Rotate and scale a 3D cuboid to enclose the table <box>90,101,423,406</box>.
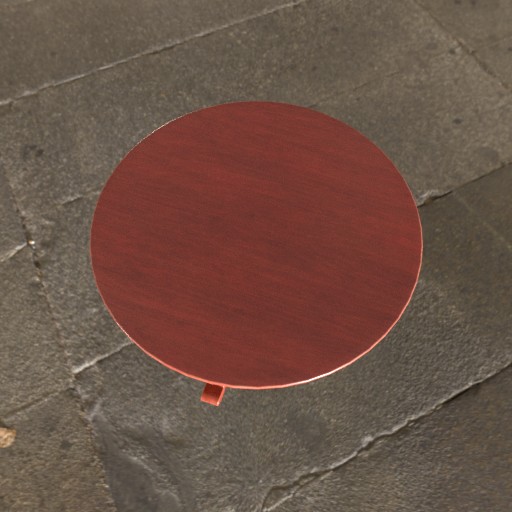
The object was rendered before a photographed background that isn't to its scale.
[{"bbox_3d":[0.000,0.000,1.595,1.029,0.486,1.029,0,63,0],"label":"table"}]
